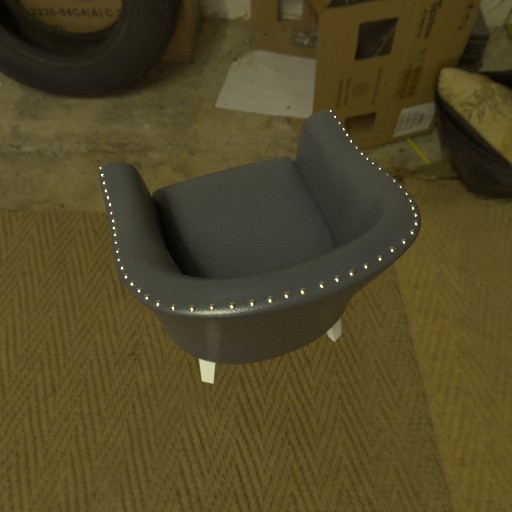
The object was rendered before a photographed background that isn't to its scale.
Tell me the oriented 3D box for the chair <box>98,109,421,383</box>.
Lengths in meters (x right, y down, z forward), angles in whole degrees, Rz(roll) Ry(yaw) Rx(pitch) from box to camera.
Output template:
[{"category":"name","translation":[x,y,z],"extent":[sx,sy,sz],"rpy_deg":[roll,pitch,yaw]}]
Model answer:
[{"category":"chair","translation":[0.000,0.000,1.431],"extent":[0.794,0.823,0.748],"rpy_deg":[-17,59,-10]}]
